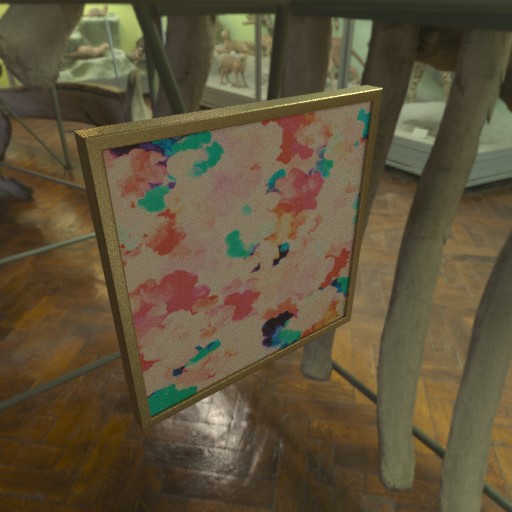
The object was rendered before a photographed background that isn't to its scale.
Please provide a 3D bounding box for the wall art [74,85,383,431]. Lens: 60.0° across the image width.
[{"bbox_3d":[0.000,0.000,0.775,0.510,0.509,0.037,-20,36,-30],"label":"wall art"}]
